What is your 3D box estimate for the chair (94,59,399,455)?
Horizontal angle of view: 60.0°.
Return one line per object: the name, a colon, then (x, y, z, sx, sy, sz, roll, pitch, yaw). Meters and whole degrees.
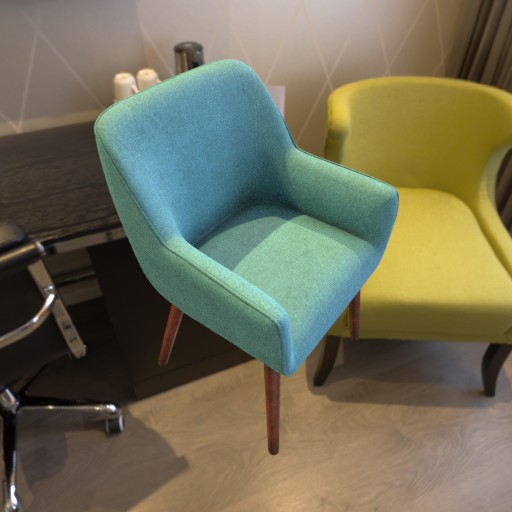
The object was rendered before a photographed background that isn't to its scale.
chair: (0.000, 0.000, 1.152, 0.519, 0.803, 0.543, 27, 49, 26)
